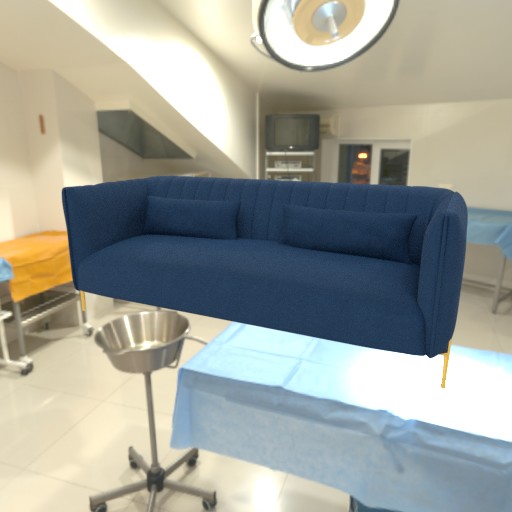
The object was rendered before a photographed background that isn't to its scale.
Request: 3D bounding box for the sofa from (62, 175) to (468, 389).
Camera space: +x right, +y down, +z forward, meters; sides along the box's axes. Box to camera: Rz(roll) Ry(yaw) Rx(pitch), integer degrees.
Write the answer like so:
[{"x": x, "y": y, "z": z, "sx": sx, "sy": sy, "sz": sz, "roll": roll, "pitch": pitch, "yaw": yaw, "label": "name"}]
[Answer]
[{"x": 0.000, "y": 0.000, "z": 2.526, "sx": 2.136, "sy": 0.793, "sz": 0.896, "roll": 7, "pitch": 16, "yaw": 24, "label": "sofa"}]
